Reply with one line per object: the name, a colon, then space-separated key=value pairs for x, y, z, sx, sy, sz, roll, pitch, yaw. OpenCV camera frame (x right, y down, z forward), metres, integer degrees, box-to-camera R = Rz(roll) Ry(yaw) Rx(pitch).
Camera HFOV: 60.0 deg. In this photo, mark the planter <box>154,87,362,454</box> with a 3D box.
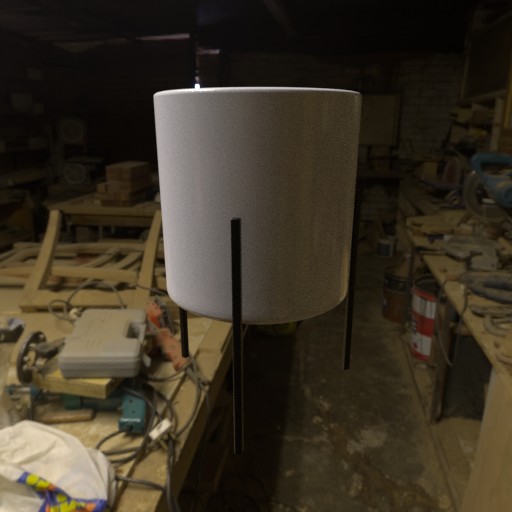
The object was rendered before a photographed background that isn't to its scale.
planter: x=0.000 y=0.000 z=0.516 sx=0.239 sy=0.356 sz=0.239 roll=3 pitch=17 yaw=9
